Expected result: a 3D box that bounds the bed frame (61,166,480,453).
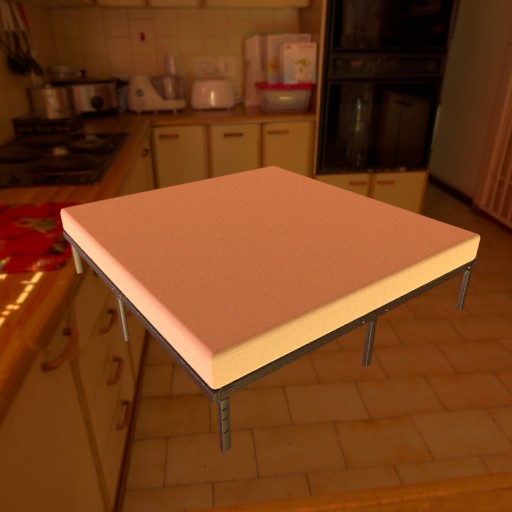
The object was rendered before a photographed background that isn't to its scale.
[{"bbox_3d":[0.000,0.000,3.896,2.526,0.680,2.635,-18,32,-33],"label":"bed frame"}]
